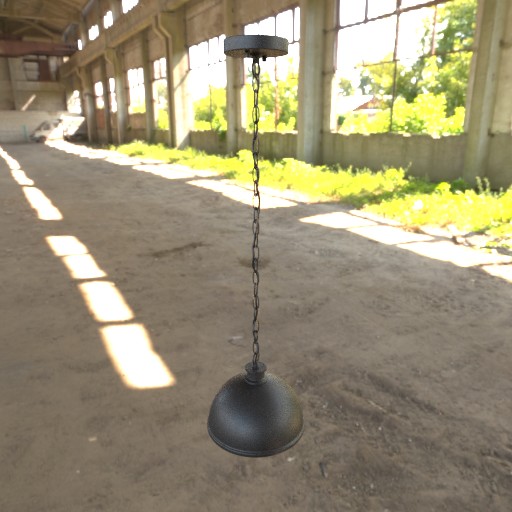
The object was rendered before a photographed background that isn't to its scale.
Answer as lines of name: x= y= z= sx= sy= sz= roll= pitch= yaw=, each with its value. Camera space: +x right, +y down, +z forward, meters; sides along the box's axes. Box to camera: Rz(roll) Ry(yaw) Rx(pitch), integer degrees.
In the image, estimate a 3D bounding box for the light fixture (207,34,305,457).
light fixture: x=0.000 y=0.000 z=1.230 sx=0.304 sy=1.090 sz=0.304 roll=8 pitch=19 yaw=25
